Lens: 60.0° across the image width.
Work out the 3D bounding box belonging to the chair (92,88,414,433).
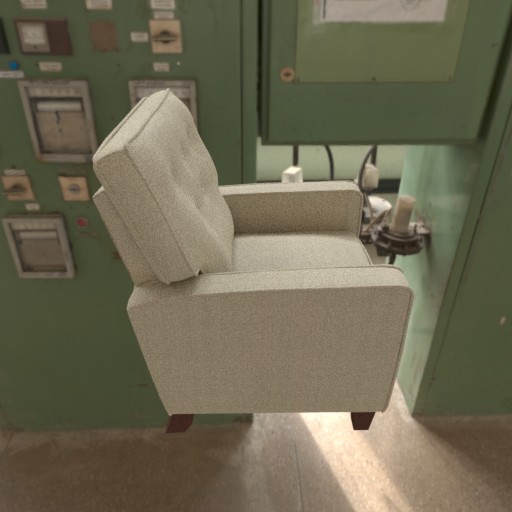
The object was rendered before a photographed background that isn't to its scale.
[{"bbox_3d":[0.000,0.000,1.354,0.754,0.888,0.648,0,32,-1],"label":"chair"}]
